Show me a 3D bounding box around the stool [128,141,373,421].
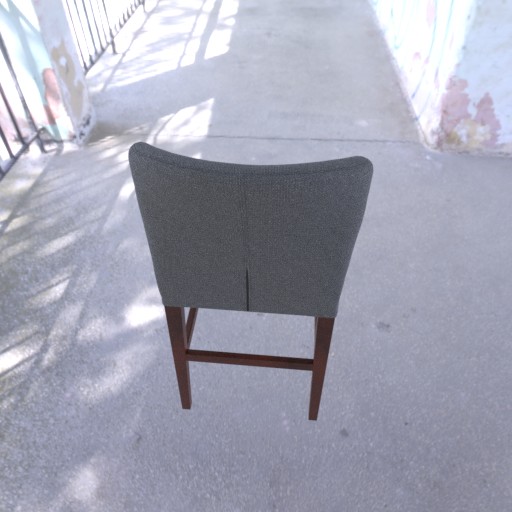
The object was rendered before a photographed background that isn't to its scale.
[{"bbox_3d":[0.000,0.000,1.279,0.479,0.968,0.568,4,46,4],"label":"stool"}]
